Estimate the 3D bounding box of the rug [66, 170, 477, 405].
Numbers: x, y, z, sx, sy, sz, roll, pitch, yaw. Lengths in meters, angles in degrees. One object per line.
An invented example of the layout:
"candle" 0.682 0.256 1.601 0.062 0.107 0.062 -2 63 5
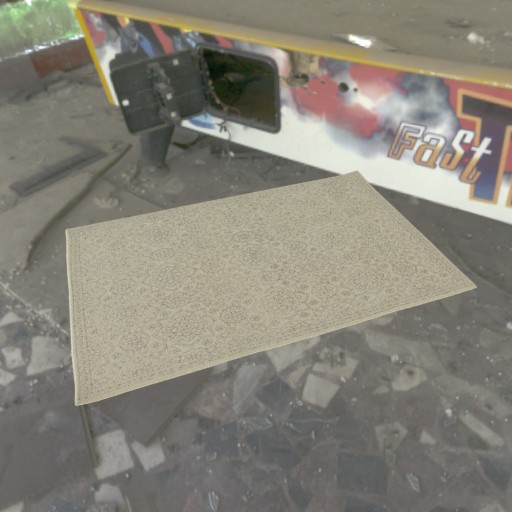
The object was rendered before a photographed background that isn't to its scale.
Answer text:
"rug" 0.000 0.000 2.413 1.947 0.023 1.214 -13 43 -15
